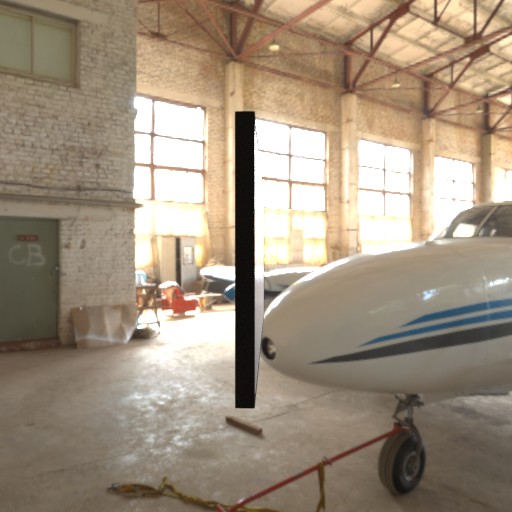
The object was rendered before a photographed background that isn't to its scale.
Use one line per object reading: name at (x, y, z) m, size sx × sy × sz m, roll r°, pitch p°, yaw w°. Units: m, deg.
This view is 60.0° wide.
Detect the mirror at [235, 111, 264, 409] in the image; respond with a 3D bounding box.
mirror at (0.000, 0.000, 1.821) m, size 0.047 × 0.692 × 1.584 m, roll 0°, pitch 1°, yaw 2°
